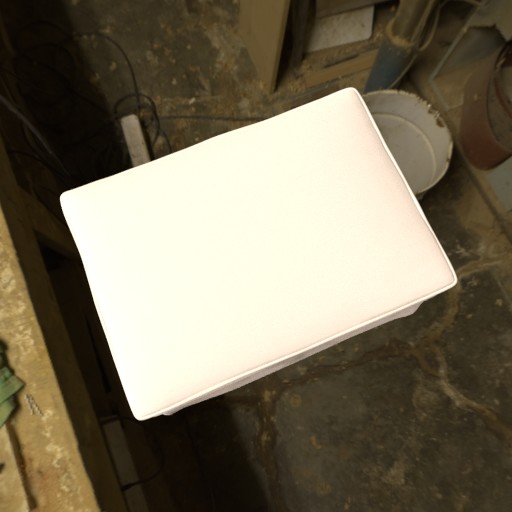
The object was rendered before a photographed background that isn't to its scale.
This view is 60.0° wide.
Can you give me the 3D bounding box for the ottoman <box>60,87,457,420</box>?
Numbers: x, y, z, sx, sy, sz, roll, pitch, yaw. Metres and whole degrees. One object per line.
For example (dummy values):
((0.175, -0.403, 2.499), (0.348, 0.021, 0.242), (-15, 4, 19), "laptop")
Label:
((0.000, 0.000, 1.370), (0.944, 0.479, 0.703), (-22, 77, -5), "ottoman")
